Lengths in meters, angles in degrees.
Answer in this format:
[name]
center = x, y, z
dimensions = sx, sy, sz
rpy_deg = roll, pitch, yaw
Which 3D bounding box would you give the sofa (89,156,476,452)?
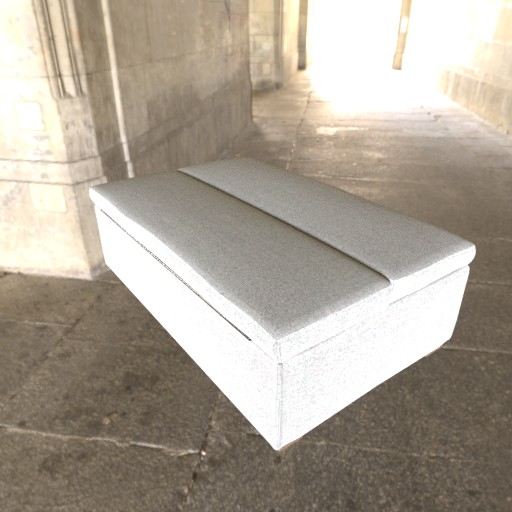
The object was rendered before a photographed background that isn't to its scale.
[sofa]
center = 0.000, 0.000, 1.664
dimensions = 0.817, 0.434, 1.250
rpy_deg = -19, 33, -32
